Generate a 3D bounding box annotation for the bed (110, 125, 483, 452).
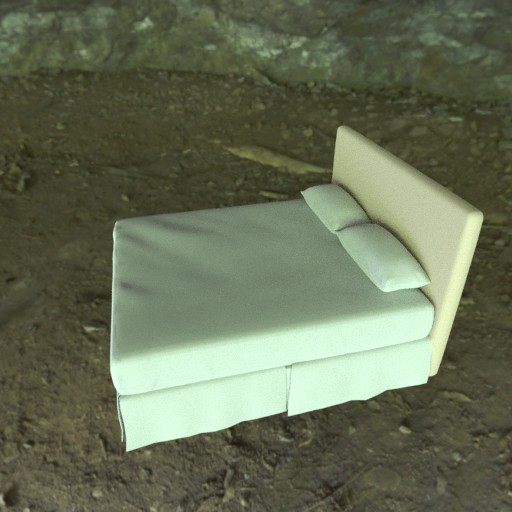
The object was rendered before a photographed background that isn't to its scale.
[{"bbox_3d":[0.000,0.000,3.264,2.142,1.330,1.884,-8,32,-12],"label":"bed"}]
